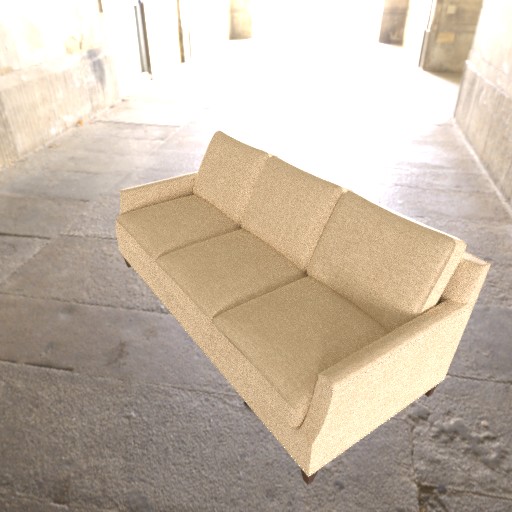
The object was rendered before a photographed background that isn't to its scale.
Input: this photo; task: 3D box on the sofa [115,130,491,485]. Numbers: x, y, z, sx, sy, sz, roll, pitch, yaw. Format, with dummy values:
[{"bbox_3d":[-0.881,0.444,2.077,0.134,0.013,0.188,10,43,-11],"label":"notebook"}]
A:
[{"bbox_3d":[0.000,0.000,2.683,1.041,0.940,2.210,-20,37,-29],"label":"sofa"}]
